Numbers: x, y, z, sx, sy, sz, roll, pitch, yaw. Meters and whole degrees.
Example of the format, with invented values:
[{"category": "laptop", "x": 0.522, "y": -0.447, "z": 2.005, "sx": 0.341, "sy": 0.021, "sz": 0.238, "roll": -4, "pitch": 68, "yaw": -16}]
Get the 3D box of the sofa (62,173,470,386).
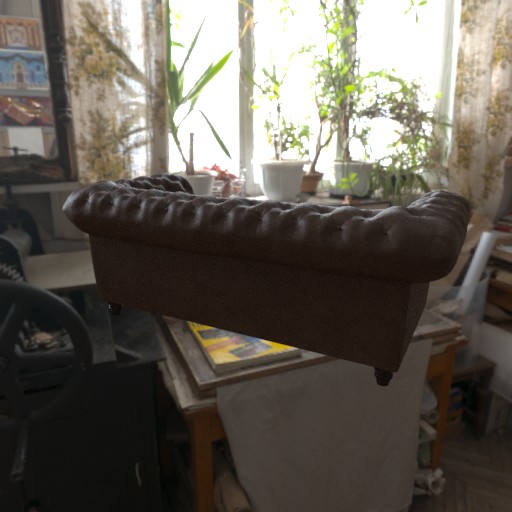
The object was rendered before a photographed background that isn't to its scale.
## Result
[{"category": "sofa", "x": 0.000, "y": 0.000, "z": 2.440, "sx": 2.048, "sy": 0.784, "sz": 0.955, "roll": 9, "pitch": 19, "yaw": 27}]
